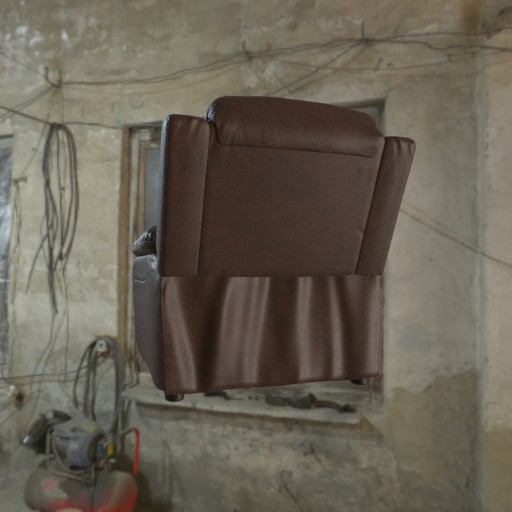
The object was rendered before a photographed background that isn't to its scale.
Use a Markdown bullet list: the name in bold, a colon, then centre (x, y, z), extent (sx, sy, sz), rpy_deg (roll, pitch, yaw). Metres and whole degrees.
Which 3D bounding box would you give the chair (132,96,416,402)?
- **chair**: centre (0.000, 0.000, 1.287), extent (0.680, 0.702, 0.707), rpy_deg (0, -1, -17)
